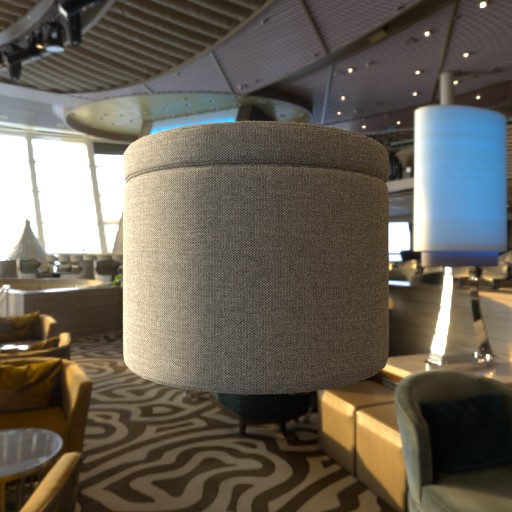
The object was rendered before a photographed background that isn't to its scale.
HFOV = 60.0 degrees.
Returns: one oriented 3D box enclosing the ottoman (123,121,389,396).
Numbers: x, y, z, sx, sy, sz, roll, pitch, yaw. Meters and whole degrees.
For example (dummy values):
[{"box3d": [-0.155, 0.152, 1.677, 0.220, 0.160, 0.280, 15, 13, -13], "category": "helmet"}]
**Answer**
[{"box3d": [0.000, 0.000, 0.871, 0.500, 0.419, 0.500, 0, 0, 0], "category": "ottoman"}]
